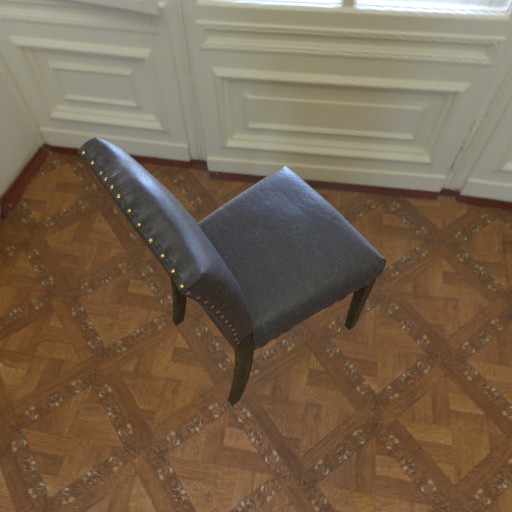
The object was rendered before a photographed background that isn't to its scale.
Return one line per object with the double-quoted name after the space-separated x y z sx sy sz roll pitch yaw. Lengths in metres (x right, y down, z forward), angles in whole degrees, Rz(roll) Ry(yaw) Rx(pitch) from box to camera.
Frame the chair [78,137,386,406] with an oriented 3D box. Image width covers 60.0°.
0.000 0.000 1.327 0.633 0.991 0.500 -32 63 -19 "chair"
